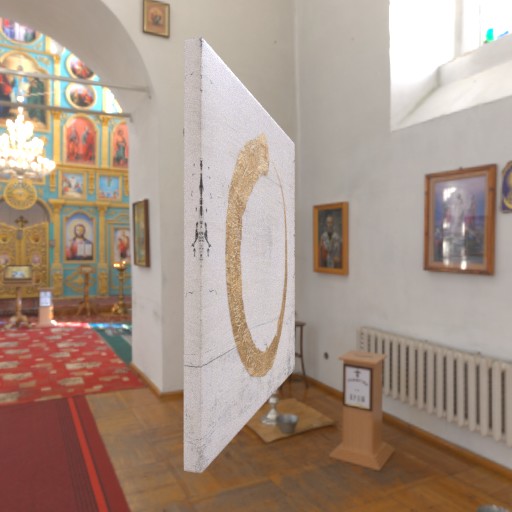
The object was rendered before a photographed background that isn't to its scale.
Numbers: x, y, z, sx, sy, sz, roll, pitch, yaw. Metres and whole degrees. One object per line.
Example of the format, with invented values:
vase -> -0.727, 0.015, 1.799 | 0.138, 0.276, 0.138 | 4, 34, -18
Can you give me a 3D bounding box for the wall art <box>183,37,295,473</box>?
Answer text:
wall art -> 0.000, 0.000, 1.136 | 0.038, 0.762, 0.762 | 0, 0, 17
